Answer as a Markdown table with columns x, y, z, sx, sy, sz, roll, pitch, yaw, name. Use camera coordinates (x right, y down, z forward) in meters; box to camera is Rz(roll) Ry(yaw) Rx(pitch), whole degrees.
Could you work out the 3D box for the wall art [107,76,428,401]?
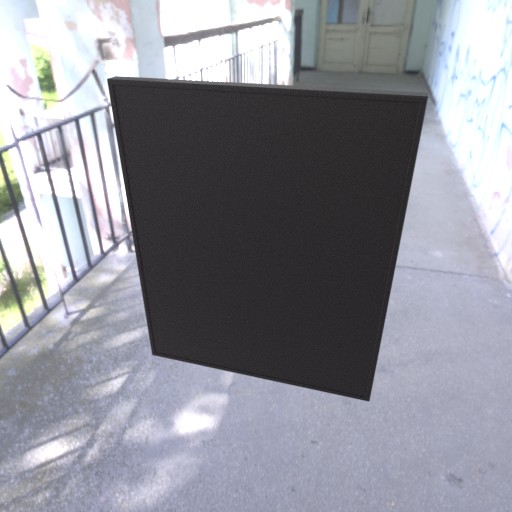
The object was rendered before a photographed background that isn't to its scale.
| x | y | z | sx | sy | sz | roll | pitch | yaw | name |
| --- | --- | --- | --- | --- | --- | --- | --- | --- | --- |
| 0.000 | 0.000 | 0.754 | 0.451 | 0.551 | 0.028 | 8 | 32 | 14 | wall art |
